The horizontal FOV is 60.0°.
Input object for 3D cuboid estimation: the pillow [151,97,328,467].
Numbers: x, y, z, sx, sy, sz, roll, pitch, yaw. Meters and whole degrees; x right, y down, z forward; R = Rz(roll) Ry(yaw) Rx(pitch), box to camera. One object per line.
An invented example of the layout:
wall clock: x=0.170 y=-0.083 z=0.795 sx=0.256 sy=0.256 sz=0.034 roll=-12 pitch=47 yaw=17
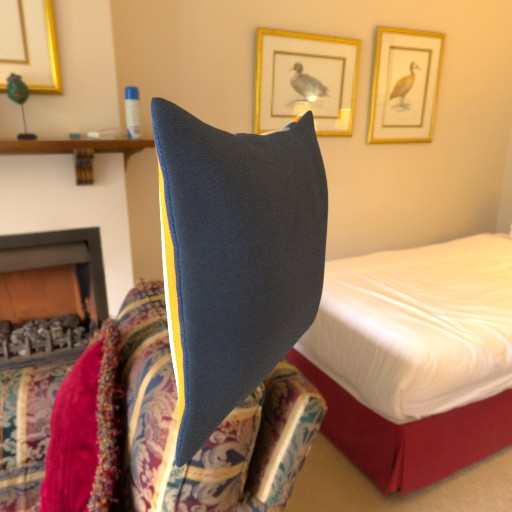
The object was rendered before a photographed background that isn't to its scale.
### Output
pillow: x=0.000 y=0.000 z=0.704 sx=0.173 sy=0.454 sz=0.463 roll=8 pitch=19 yaw=25
